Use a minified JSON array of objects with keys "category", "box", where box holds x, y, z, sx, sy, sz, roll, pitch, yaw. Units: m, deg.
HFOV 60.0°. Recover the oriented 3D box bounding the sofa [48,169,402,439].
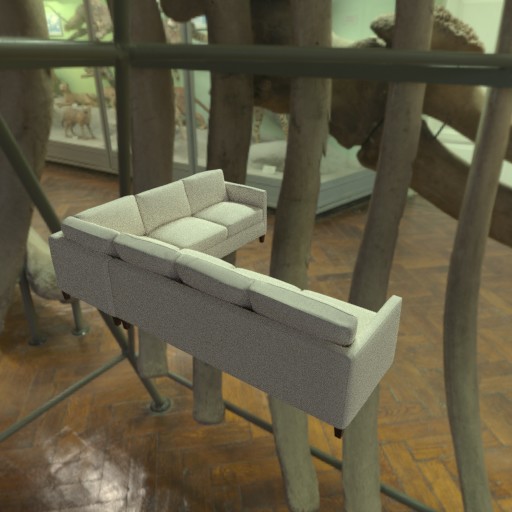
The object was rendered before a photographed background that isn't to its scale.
[{"category":"sofa","box":[0.000,0.000,4.564,3.302,0.947,2.593,17,30,32]}]
